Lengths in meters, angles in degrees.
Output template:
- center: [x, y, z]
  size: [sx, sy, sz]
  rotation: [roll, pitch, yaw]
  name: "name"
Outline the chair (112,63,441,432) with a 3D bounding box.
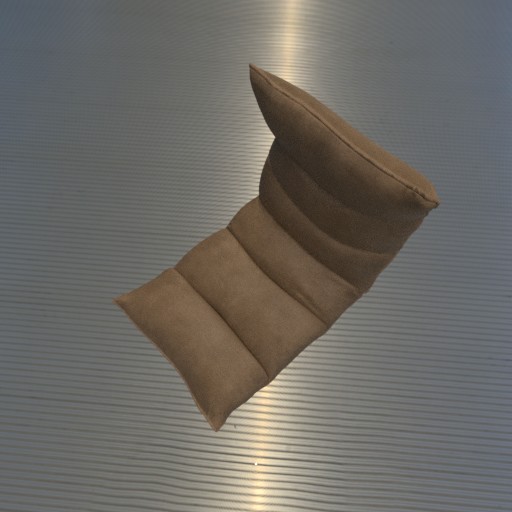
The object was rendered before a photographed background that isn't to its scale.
- center: [0.000, 0.000, 1.584]
  size: [0.985, 0.892, 0.714]
  rotation: [-38, 70, -16]
  name: "chair"
